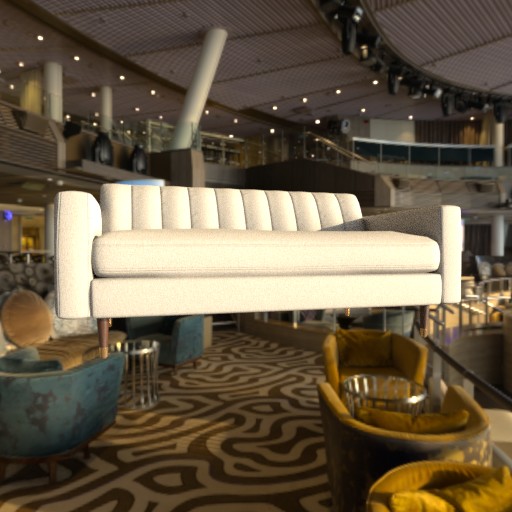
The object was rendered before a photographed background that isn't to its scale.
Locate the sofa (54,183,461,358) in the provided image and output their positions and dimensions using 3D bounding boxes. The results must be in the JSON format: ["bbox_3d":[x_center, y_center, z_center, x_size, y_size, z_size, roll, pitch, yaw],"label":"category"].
[{"bbox_3d":[0.000,0.000,2.379,1.895,0.814,0.969,0,0,-17],"label":"sofa"}]
